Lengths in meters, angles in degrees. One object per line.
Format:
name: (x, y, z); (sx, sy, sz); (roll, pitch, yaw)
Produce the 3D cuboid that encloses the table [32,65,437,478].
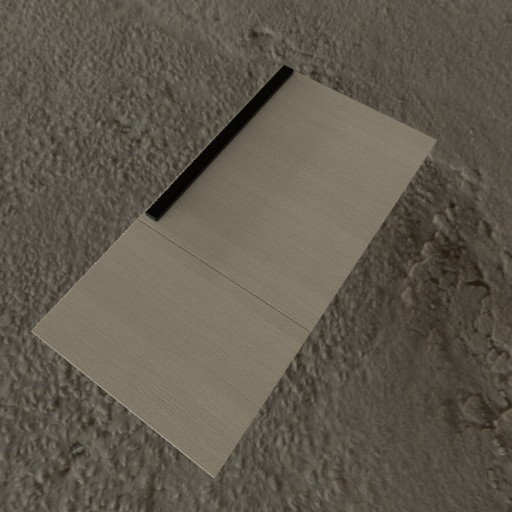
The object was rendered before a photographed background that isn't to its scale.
table: (0.000, 0.000, 0.794); (0.322, 0.242, 0.644); (32, 68, 15)
